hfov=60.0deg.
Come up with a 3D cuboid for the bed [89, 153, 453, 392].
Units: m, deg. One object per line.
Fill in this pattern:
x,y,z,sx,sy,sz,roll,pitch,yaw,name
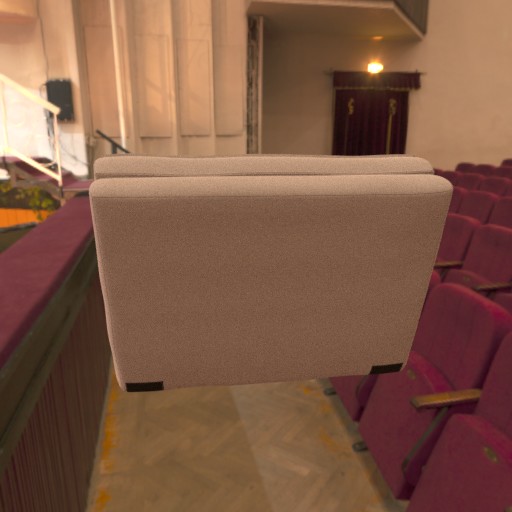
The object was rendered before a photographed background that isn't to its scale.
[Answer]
0.000,0.000,1.325,0.799,0.614,0.749,-2,15,-8,bed
